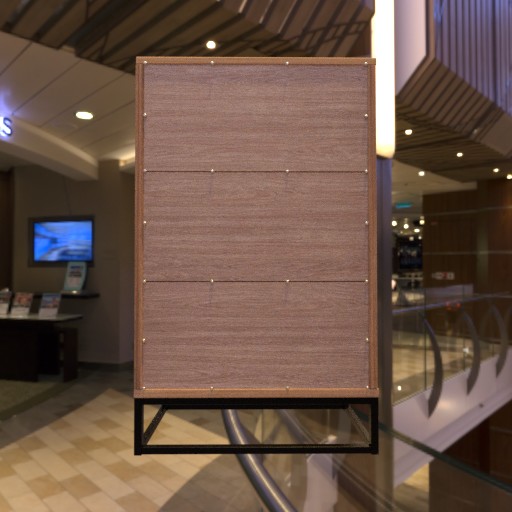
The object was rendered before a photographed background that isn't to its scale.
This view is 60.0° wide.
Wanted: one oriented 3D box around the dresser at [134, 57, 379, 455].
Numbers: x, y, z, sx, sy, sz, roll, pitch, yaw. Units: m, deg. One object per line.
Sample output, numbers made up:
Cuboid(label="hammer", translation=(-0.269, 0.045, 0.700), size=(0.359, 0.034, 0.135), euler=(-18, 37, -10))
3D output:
Cuboid(label="dresser", translation=(0.000, 0.000, 1.615), size=(0.761, 1.240, 0.479), euler=(0, -1, -1))
